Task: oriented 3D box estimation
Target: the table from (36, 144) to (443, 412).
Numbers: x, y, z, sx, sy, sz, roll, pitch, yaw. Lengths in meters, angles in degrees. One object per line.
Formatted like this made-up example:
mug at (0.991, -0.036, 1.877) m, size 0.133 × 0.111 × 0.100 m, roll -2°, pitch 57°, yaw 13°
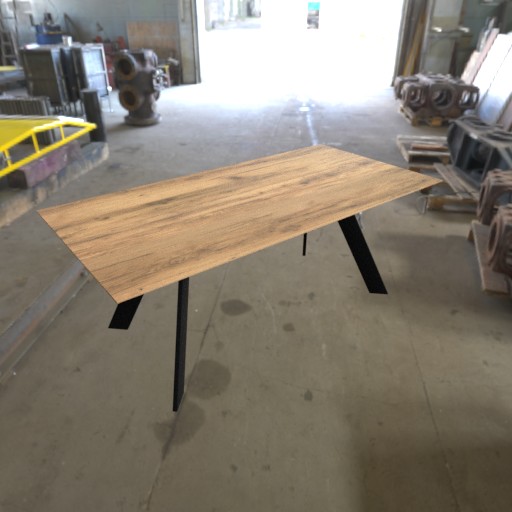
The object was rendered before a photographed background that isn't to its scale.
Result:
table at (0.000, 0.000, 2.593) m, size 2.000 × 0.770 × 1.000 m, roll -21°, pitch 35°, yaw -33°
